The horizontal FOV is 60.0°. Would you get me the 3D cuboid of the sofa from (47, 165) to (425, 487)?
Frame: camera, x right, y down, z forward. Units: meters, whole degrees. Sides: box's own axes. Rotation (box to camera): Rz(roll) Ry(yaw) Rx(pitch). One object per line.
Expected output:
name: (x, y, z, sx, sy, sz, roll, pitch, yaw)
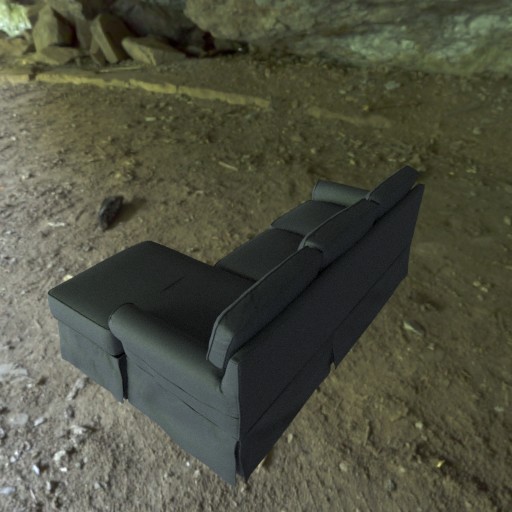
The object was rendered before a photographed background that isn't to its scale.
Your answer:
sofa: (0.000, 0.000, 3.291, 1.637, 1.039, 2.518, 21, 37, 30)
